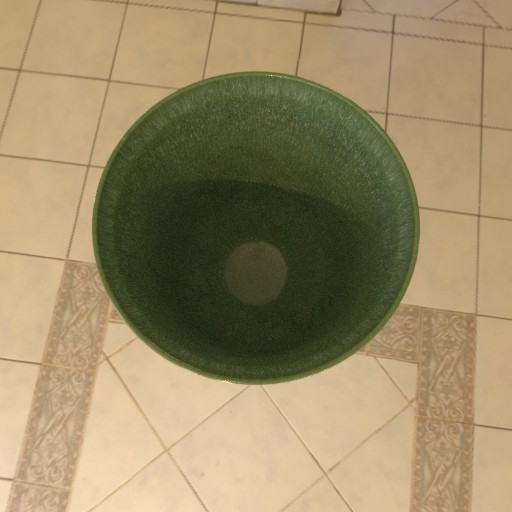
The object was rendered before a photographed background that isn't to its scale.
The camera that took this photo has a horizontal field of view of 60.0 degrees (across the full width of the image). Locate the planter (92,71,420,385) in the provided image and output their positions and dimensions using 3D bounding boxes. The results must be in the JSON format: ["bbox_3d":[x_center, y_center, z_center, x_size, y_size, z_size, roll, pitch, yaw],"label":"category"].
[{"bbox_3d":[0.000,0.000,0.367,0.195,0.214,0.195,0,77,0],"label":"planter"}]
